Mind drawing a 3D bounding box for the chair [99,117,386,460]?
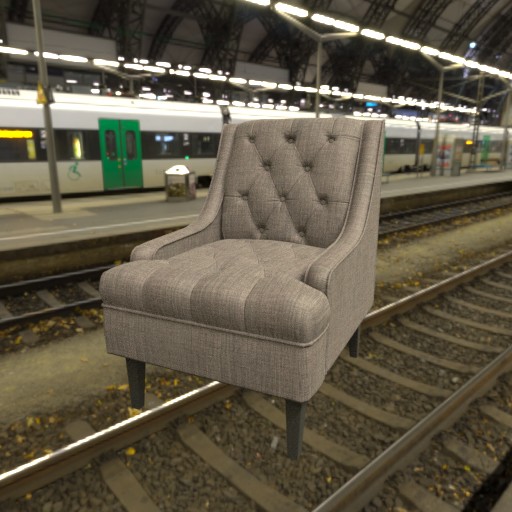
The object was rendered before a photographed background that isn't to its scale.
[{"bbox_3d":[0.000,0.000,1.431,0.655,0.891,0.771,7,15,25],"label":"chair"}]
